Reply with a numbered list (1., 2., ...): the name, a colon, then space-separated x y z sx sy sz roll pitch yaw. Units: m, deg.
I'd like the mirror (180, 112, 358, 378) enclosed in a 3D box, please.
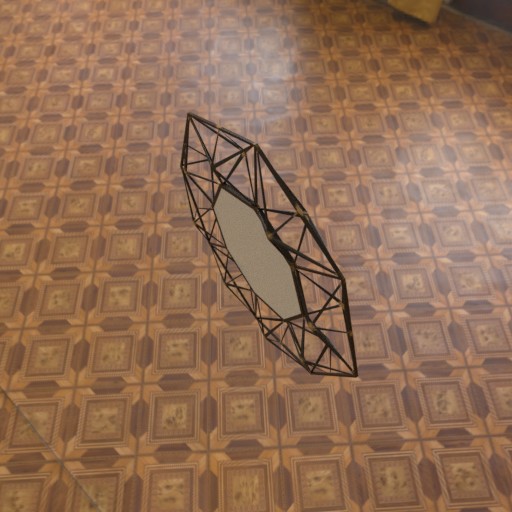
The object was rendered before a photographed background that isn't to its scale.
1. mirror: 0.000 0.000 1.053 0.094 0.710 0.710 -31 63 -18
